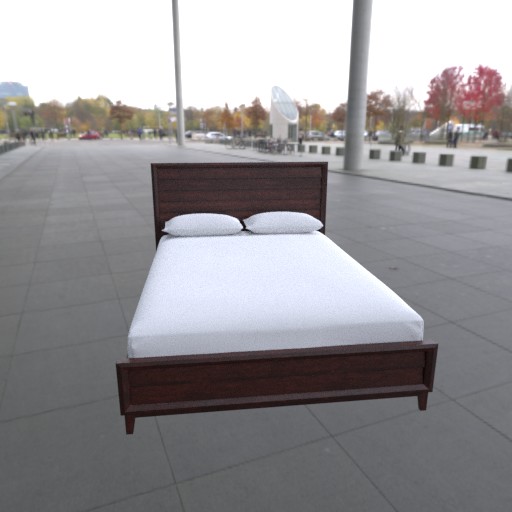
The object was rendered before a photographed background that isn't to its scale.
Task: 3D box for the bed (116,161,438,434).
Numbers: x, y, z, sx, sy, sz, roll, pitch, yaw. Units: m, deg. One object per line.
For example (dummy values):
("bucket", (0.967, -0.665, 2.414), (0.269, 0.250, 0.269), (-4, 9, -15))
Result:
("bed", (0.000, 0.000, 4.030), (2.040, 1.492, 2.803), (-2, 16, -7))
